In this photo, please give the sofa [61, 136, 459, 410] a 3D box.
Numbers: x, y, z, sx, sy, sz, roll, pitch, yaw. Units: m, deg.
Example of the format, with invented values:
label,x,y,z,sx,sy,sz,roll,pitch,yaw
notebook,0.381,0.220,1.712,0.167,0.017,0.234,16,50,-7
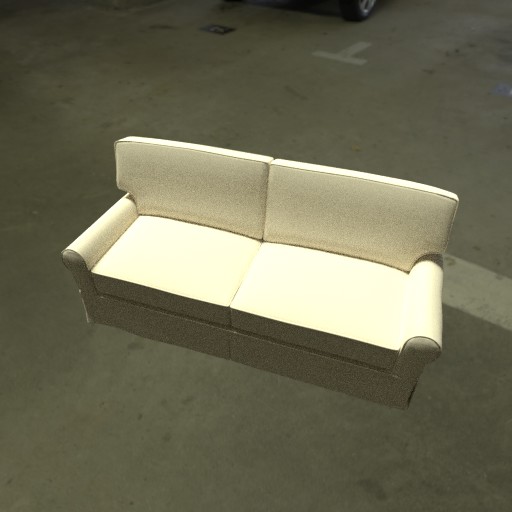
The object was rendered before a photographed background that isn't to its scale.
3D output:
label,x,y,z,sx,sy,sz,roll,pitch,yaw
sofa,0.000,0.000,2.515,2.021,0.937,0.862,13,43,14
